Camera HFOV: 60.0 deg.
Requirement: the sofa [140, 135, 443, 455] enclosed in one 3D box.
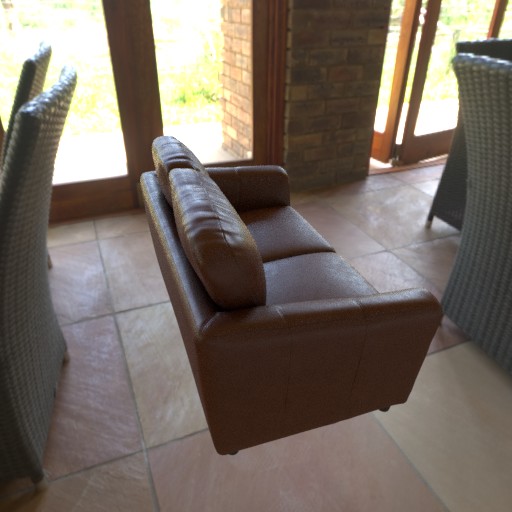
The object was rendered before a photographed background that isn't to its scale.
[{"bbox_3d":[0.000,0.000,1.916,0.805,0.906,1.406,-10,32,-16],"label":"sofa"}]
